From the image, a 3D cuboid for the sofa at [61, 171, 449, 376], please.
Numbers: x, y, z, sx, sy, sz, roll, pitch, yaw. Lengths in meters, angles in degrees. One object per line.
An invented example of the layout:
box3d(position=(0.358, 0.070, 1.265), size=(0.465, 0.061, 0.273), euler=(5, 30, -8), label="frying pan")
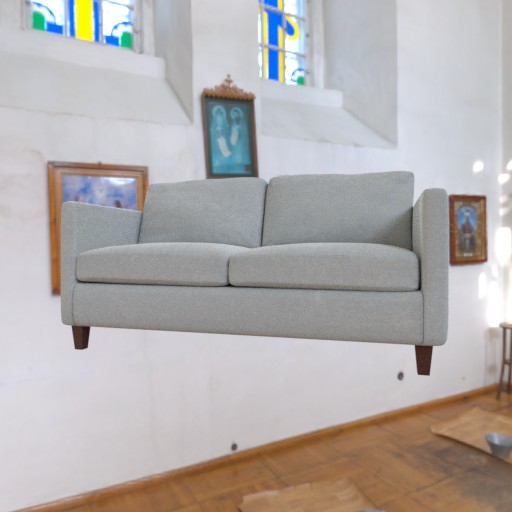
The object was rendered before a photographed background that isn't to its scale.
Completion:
box3d(position=(0.000, 0.000, 2.459), size=(1.884, 0.963, 0.950), euler=(0, 1, 16), label="sofa")
